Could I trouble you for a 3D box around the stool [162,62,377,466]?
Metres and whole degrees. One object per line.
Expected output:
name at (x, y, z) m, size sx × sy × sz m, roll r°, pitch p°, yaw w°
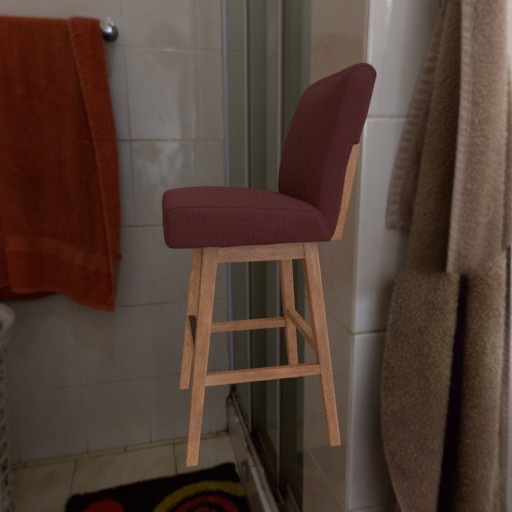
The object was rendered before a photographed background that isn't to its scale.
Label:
stool at (0.000, 0.000, 1.389) m, size 0.562 × 1.093 × 0.468 m, roll -3°, pitch 14°, yaw -12°
